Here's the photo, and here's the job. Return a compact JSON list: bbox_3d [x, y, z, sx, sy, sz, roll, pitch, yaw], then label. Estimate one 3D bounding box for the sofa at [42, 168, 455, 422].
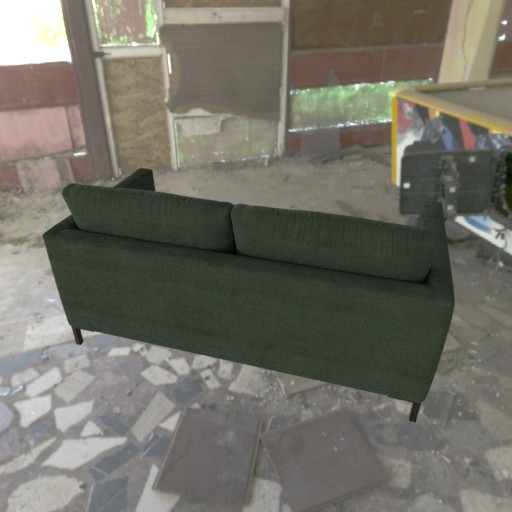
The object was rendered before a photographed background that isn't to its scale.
[{"bbox_3d":[0.000,0.000,2.134,1.676,0.817,0.875,9,32,14],"label":"sofa"}]
